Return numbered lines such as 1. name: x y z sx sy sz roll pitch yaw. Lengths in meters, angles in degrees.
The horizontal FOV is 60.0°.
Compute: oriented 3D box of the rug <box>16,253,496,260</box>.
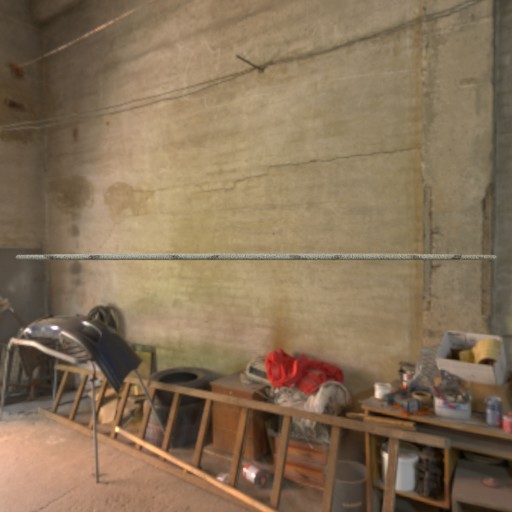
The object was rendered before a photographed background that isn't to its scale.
1. rug: 0.000 0.000 2.901 2.348 0.024 1.501 0 1 0
